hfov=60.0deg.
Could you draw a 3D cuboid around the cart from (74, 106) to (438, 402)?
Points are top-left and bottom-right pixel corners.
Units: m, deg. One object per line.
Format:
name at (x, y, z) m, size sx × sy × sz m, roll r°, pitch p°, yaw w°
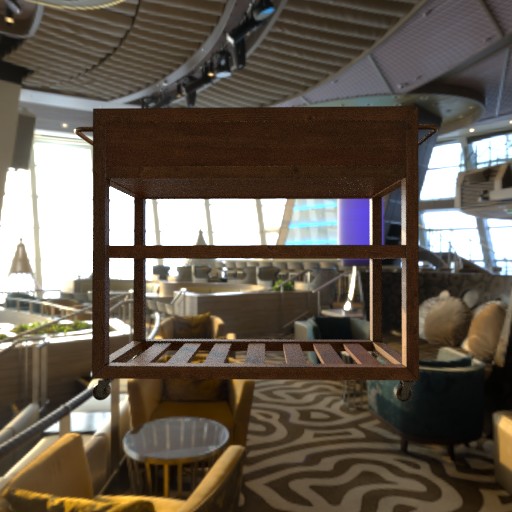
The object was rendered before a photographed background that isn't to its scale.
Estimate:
cart at (0.000, 0.000, 1.462) m, size 1.065 × 0.830 × 0.445 m, roll 0°, pitch -1°, yaw 1°
